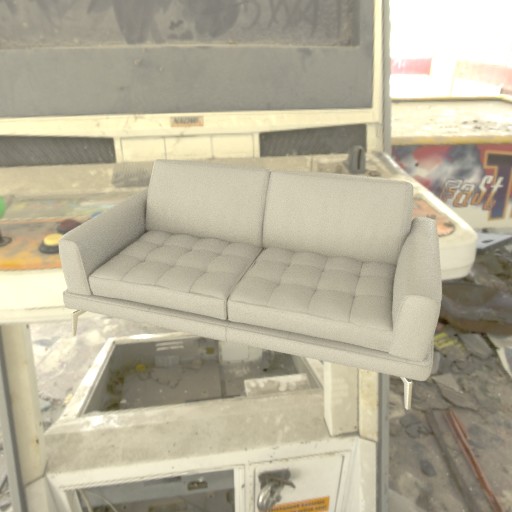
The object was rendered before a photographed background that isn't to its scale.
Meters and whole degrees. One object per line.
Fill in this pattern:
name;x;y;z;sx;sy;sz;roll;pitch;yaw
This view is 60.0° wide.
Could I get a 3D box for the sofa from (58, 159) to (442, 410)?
sofa;0.000;0.000;2.779;2.177;0.930;1.121;8;28;16
